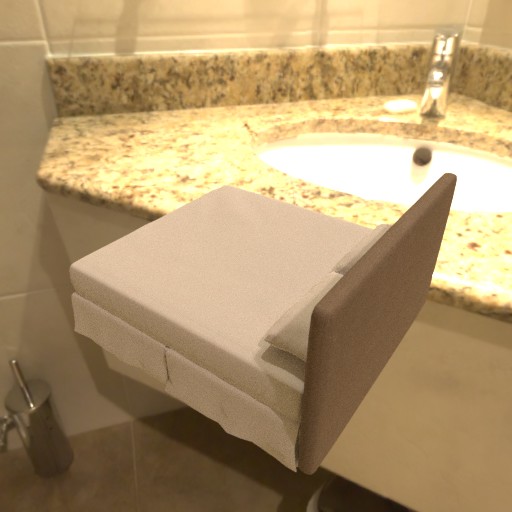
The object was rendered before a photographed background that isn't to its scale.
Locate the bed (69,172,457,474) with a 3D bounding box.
[{"bbox_3d":[0.000,0.000,3.556,2.341,1.317,2.119,21,38,30],"label":"bed"}]
